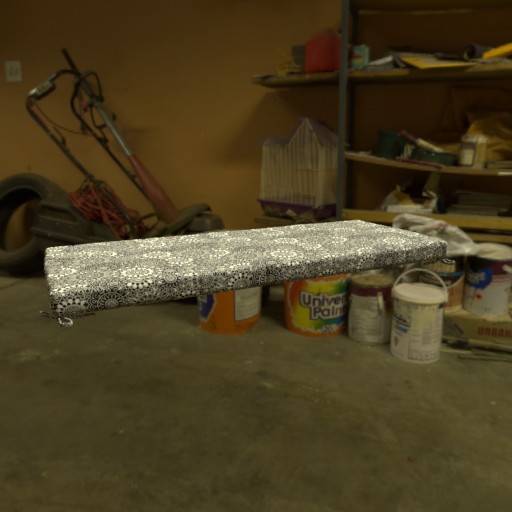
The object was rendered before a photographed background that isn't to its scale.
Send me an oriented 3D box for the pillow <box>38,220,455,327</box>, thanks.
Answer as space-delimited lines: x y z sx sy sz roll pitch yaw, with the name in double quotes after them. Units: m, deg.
0.000 0.000 1.332 1.187 0.081 0.492 -7 16 -25 "pillow"
